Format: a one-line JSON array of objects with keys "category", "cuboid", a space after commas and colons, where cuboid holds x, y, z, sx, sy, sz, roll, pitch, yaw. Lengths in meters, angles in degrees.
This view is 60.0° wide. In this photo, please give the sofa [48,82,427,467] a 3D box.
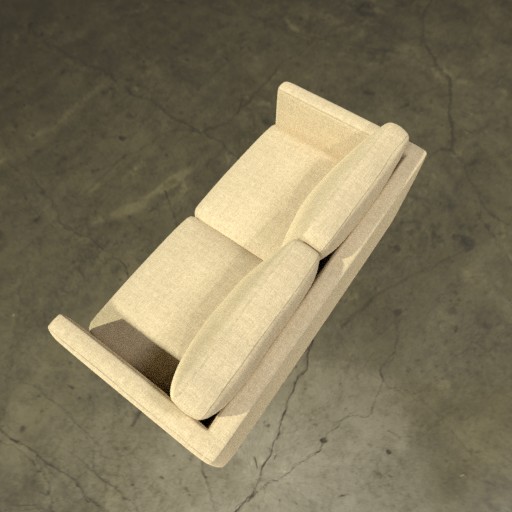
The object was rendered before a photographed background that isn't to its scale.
[{"category": "sofa", "cuboid": [0.000, 0.000, 2.375, 0.950, 0.963, 1.884, 33, 68, 15]}]
